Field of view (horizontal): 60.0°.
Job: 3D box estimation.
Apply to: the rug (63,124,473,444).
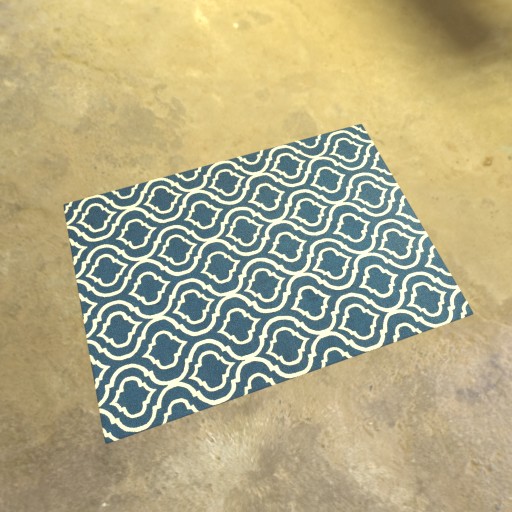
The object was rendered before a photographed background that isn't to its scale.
[{"bbox_3d":[0.000,0.000,2.719,2.134,0.010,1.524,-17,65,-8],"label":"rug"}]
